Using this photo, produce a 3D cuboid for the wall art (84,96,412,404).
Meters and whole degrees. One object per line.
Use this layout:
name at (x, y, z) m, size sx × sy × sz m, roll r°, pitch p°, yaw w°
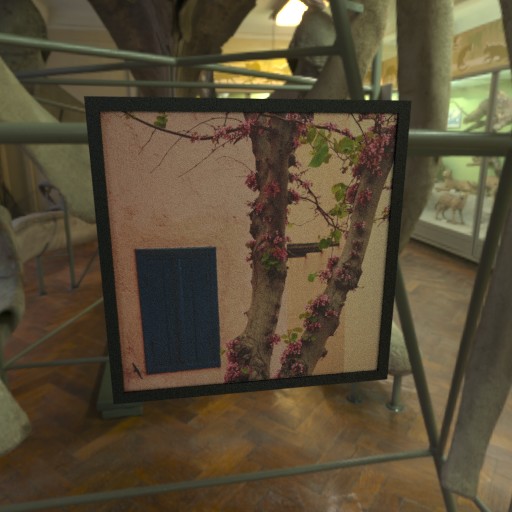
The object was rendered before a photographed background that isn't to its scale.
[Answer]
wall art at (0.000, 0.000, 1.138) m, size 0.762 × 0.762 × 0.038 m, roll -2°, pitch 15°, yaw -9°
